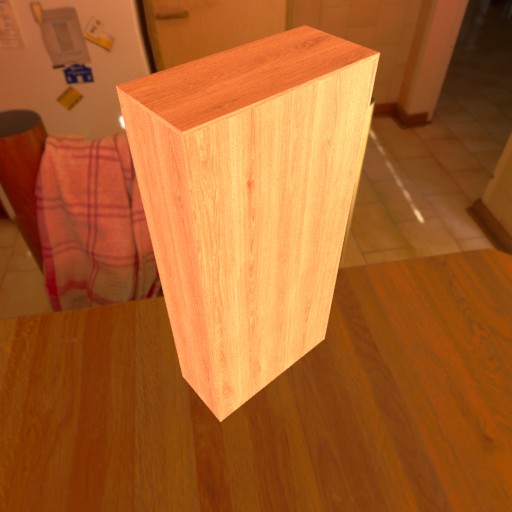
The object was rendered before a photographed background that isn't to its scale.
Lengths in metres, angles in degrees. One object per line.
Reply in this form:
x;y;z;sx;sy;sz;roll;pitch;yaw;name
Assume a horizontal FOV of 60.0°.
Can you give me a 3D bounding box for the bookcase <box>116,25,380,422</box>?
0.000;0.000;2.391;0.950;2.020;0.420;-31;53;-27;bookcase
